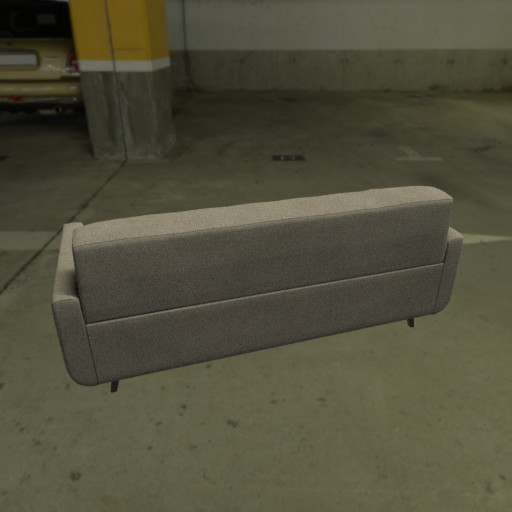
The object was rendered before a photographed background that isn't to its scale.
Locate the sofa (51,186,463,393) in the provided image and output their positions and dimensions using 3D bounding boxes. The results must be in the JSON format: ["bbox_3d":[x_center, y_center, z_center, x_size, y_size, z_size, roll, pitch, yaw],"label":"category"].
[{"bbox_3d":[0.000,0.000,2.499,2.029,0.841,0.909,-8,28,-16],"label":"sofa"}]
